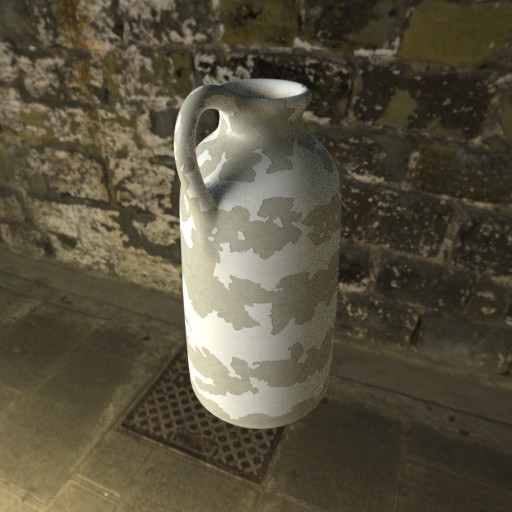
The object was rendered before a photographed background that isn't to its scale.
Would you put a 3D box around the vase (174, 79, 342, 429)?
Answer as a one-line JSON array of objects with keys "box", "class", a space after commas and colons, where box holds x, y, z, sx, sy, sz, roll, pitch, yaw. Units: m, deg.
[{"box": [0.000, 0.000, 0.492, 0.186, 0.382, 0.203, 22, 39, 31], "class": "vase"}]
